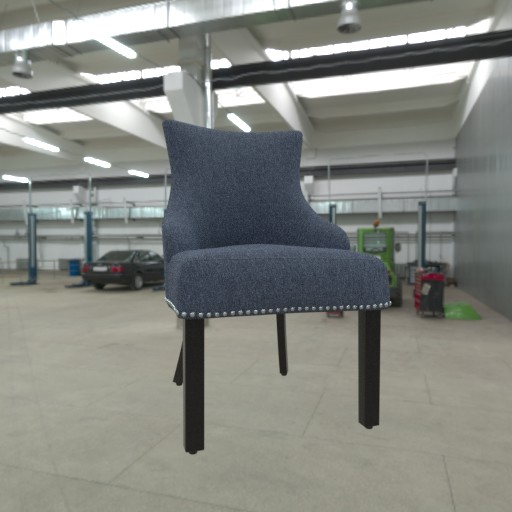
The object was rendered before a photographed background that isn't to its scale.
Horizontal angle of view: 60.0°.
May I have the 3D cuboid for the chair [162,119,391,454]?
[{"bbox_3d":[0.000,0.000,1.345,0.566,0.909,0.629,0,1,-18],"label":"chair"}]
